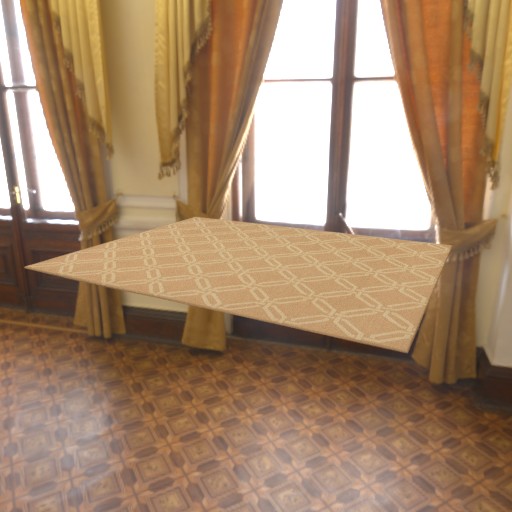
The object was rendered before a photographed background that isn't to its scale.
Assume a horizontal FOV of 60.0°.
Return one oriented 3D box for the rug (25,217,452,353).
[{"bbox_3d":[0.000,0.000,3.781,2.895,0.018,2.288,8,18,27],"label":"rug"}]
